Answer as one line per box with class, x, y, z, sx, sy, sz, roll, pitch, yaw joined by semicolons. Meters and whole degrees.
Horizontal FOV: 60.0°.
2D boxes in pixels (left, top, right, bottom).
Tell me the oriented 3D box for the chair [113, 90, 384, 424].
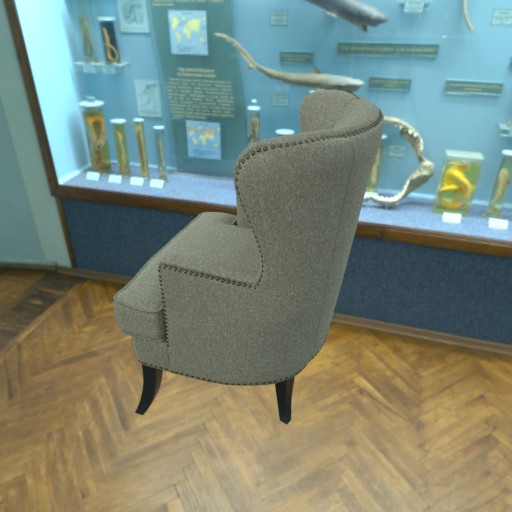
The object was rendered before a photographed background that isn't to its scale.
chair;0.000;0.000;1.599;0.758;1.060;0.759;9;32;16
